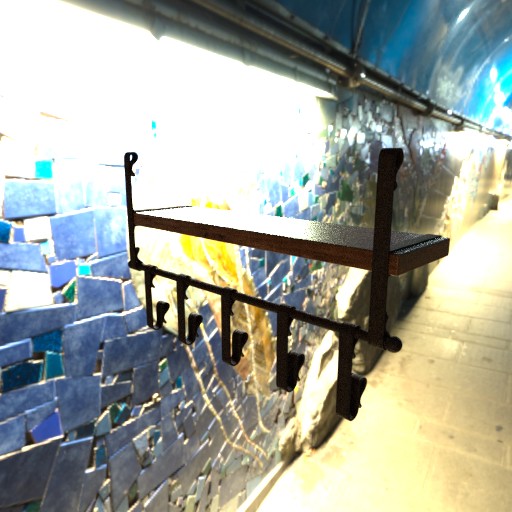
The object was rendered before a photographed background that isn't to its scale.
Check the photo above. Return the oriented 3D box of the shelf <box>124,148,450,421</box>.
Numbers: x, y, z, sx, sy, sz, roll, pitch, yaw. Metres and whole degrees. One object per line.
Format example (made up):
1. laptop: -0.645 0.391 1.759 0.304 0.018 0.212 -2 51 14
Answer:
1. shelf: 0.000 0.000 0.714 0.567 0.330 0.146 12 17 43
